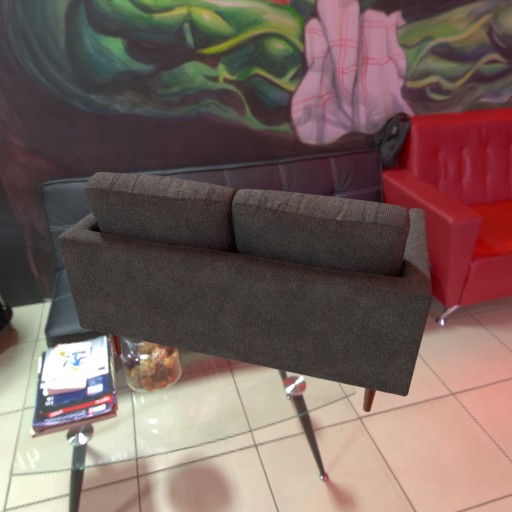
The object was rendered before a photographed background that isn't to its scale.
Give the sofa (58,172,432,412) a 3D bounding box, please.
[{"bbox_3d":[0.000,0.000,2.205,1.582,0.956,0.903,9,32,14],"label":"sofa"}]
